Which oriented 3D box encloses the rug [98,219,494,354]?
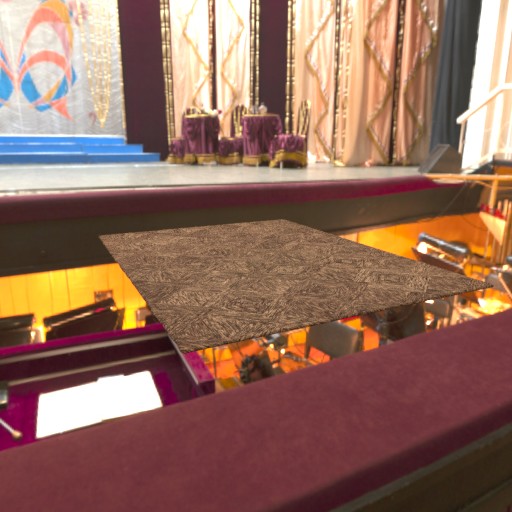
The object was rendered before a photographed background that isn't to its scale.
[{"bbox_3d":[0.000,0.000,4.199,2.448,0.017,3.204,-7,16,-26],"label":"rug"}]
